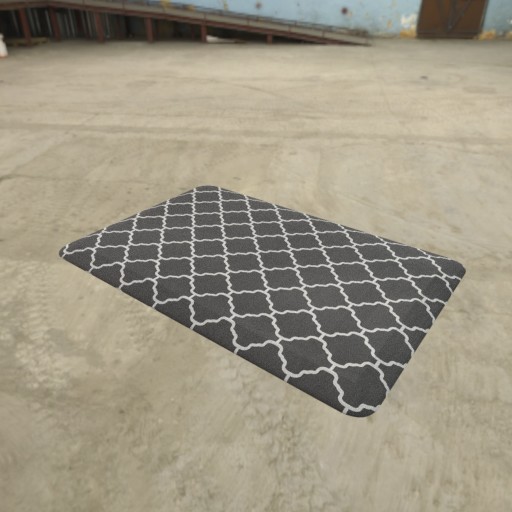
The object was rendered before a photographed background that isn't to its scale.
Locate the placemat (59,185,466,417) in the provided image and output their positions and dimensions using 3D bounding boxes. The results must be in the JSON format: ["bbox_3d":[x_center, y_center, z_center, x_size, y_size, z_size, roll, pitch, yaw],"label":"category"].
[{"bbox_3d":[0.000,0.000,0.964,0.762,0.021,0.508,21,37,31],"label":"placemat"}]
